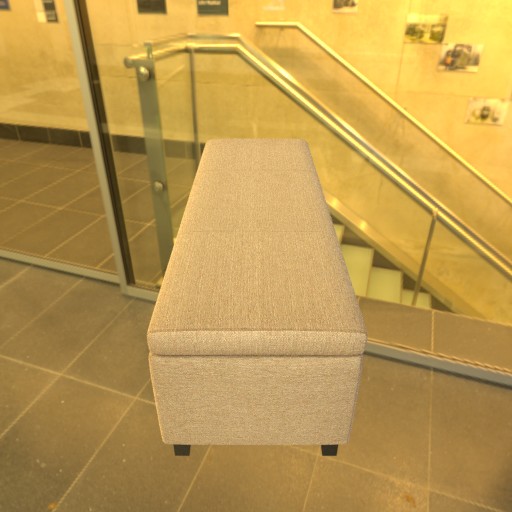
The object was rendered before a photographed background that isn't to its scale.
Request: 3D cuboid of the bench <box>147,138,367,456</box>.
[{"bbox_3d":[0.000,0.000,1.496,0.446,0.438,1.269,0,32,0],"label":"bench"}]
